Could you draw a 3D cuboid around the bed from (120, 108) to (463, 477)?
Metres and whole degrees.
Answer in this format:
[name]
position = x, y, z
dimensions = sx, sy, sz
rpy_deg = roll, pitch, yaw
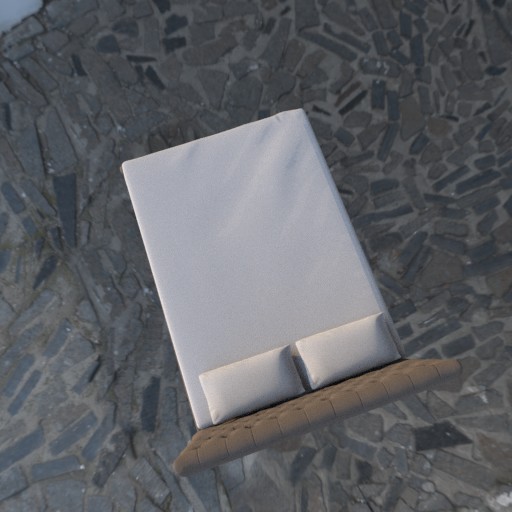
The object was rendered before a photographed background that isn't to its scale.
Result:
[bed]
position = 0.000, 0.000, 3.348
dimensions = 1.698, 1.427, 2.387
rpy_deg = -18, 77, -4
